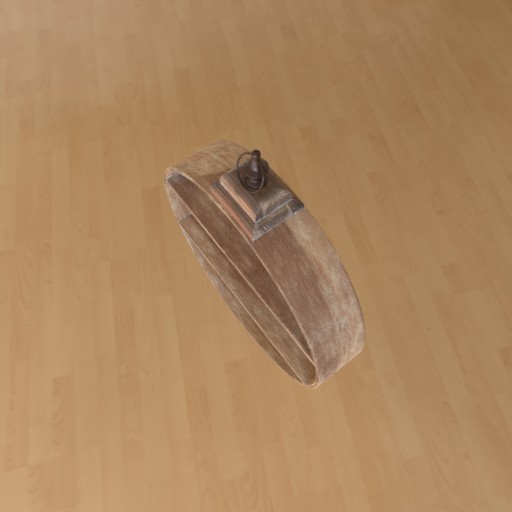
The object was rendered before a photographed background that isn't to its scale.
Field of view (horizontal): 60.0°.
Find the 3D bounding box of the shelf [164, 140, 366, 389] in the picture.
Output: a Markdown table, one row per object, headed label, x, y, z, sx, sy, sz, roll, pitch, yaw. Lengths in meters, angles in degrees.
| label | x | y | z | sx | sy | sz | roll | pitch | yaw |
| --- | --- | --- | --- | --- | --- | --- | --- | --- | --- |
| shelf | 0.000 | 0.000 | 1.006 | 0.125 | 0.725 | 0.601 | -34 | 68 | -15 |
